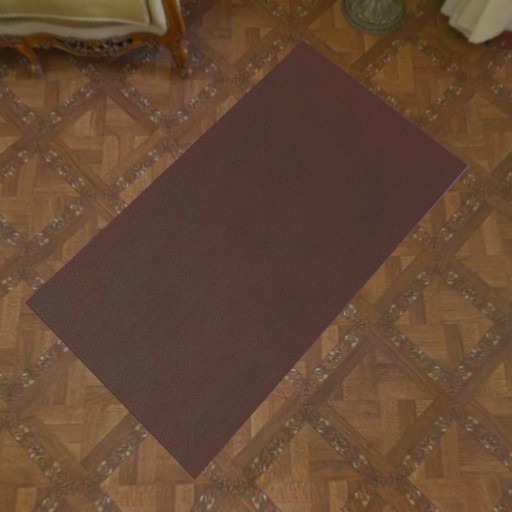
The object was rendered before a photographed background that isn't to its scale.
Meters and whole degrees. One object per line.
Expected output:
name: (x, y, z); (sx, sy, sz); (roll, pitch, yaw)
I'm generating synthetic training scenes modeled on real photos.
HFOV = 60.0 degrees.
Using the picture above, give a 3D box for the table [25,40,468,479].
table: (0.000, 0.000, 1.248); (0.533, 0.456, 0.943); (42, 79, 10)
